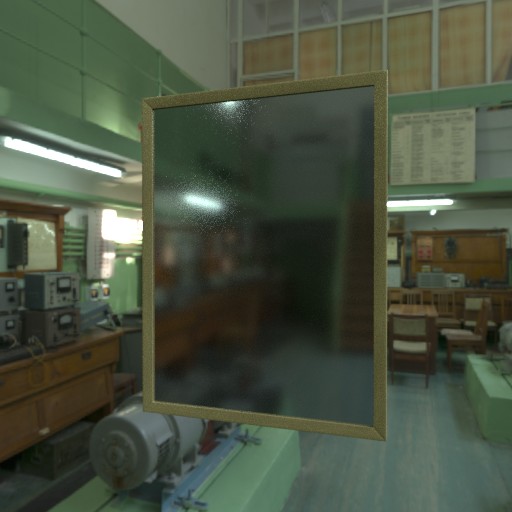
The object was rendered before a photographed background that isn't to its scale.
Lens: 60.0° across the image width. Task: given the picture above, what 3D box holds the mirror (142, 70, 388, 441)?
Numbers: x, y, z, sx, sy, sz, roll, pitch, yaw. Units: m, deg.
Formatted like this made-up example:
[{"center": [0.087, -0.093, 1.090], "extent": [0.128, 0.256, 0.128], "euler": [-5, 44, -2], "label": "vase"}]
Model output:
[{"center": [0.000, 0.000, 1.344], "extent": [0.762, 1.016, 0.040], "euler": [0, 1, 17], "label": "mirror"}]
